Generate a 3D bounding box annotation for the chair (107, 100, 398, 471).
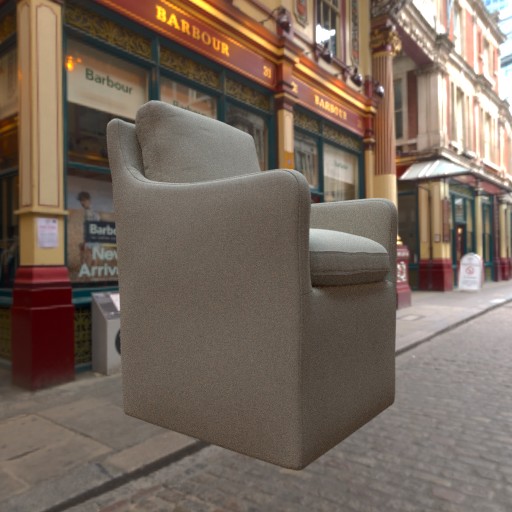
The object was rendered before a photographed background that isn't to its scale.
[{"bbox_3d":[0.000,0.000,1.341,0.694,0.914,0.626,-1,-1,37],"label":"chair"}]
